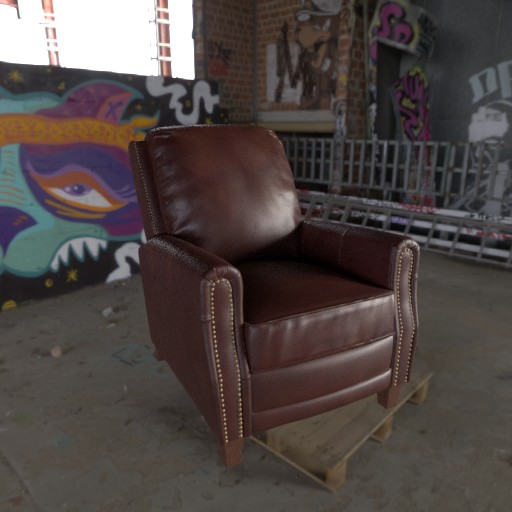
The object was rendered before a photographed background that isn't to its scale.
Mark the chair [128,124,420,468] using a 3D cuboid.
[{"bbox_3d":[0.000,0.000,1.785,0.826,1.022,1.089,-8,18,-26],"label":"chair"}]
